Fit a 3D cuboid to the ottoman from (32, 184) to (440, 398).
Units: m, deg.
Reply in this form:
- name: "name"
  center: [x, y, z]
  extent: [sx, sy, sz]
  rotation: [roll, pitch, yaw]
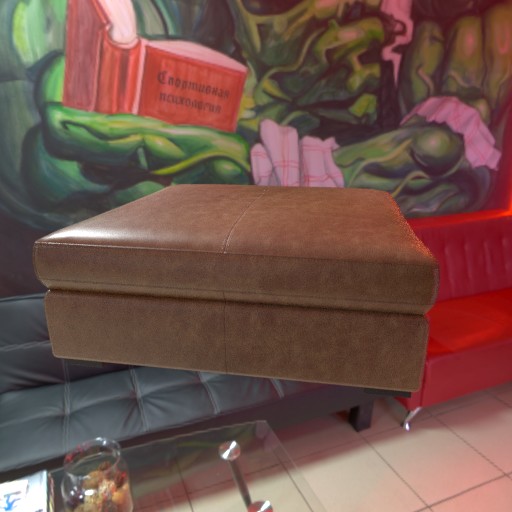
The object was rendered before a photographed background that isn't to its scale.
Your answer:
- name: "ottoman"
  center: [0.000, 0.000, 1.811]
  extent: [1.169, 0.483, 1.168]
  rotation: [3, 17, 10]
